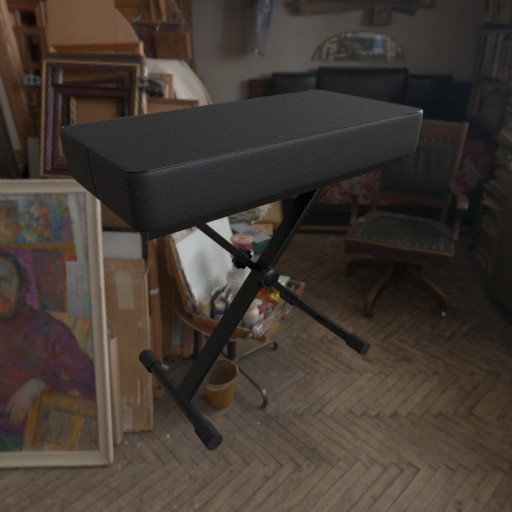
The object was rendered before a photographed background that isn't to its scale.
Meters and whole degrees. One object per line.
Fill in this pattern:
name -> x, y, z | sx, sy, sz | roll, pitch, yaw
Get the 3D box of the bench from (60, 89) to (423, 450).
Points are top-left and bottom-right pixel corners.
bench -> 0.000, 0.000, 0.918 | 0.600, 0.561, 0.300 | -21, 36, -32
